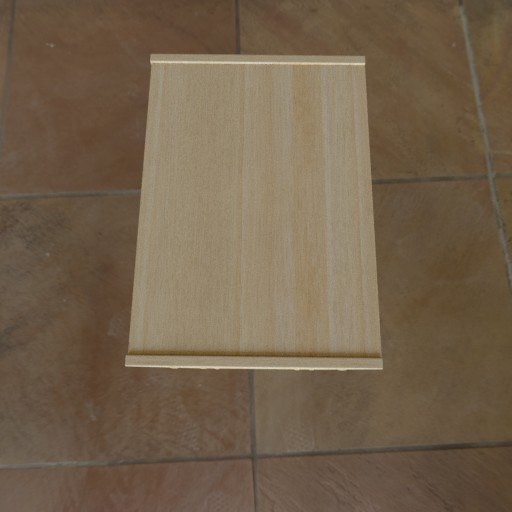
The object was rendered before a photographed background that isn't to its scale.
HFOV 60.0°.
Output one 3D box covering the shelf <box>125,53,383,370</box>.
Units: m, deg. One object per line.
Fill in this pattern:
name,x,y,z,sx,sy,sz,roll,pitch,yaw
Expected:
shelf,0.000,0.000,0.835,0.290,0.592,0.414,1,76,0
